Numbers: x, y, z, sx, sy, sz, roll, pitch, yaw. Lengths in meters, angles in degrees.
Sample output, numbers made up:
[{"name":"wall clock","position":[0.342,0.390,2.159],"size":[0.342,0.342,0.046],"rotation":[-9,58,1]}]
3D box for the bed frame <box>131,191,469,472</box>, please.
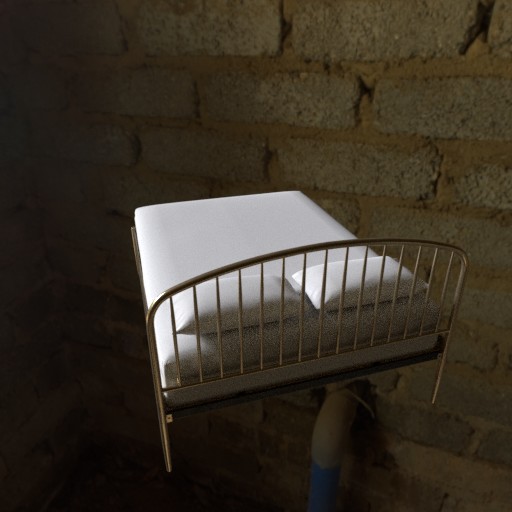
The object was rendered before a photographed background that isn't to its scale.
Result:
[{"name":"bed frame","position":[0.000,0.000,3.099],"size":[1.612,1.175,2.152],"rotation":[-8,28,-15]}]
